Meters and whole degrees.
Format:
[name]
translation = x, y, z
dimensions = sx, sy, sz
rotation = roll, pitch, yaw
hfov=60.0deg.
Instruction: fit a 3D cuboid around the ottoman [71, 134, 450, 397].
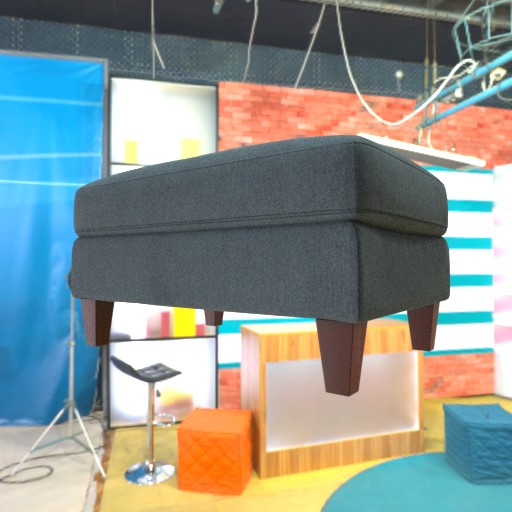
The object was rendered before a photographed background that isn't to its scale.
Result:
[ottoman]
translation = 0.000, 0.000, 1.178
dimensions = 0.864, 0.483, 0.584
rotation = -1, -1, 37
